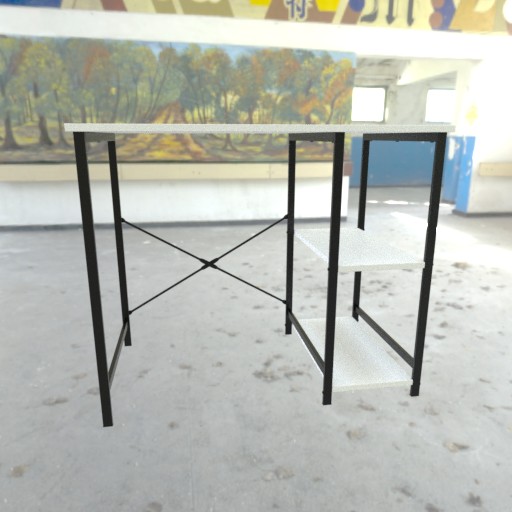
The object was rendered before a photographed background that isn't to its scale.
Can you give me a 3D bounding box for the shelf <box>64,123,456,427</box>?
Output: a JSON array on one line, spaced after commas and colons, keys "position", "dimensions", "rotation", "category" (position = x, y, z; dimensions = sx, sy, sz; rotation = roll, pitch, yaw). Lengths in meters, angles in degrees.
[{"position": [0.000, 0.000, 1.339], "dimensions": [0.902, 0.750, 0.498], "rotation": [-2, 15, -9], "category": "shelf"}]
